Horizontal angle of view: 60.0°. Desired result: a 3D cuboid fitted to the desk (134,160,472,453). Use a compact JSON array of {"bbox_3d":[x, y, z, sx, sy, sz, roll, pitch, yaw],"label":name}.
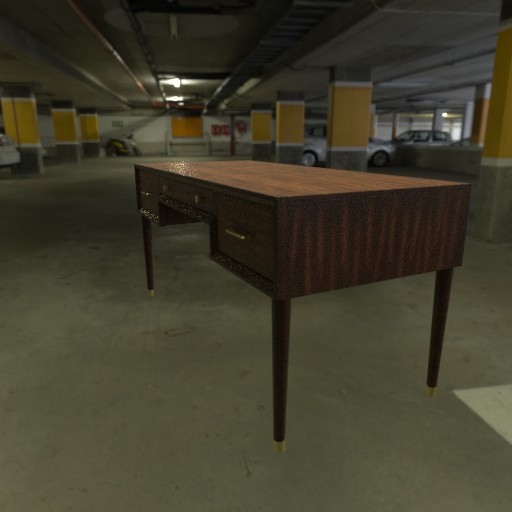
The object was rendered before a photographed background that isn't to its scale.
[{"bbox_3d":[0.000,0.000,2.014,0.724,0.762,1.575,-8,17,-26],"label":"desk"}]
